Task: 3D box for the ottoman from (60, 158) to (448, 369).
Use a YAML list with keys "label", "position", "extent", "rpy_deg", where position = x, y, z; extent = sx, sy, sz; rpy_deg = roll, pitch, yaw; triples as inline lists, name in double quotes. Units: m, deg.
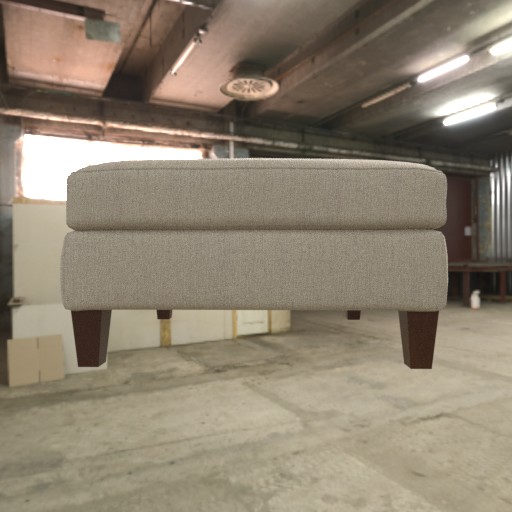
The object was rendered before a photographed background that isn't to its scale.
- label: "ottoman"
  position: [0.000, 0.000, 1.338]
  extent: [0.838, 0.481, 0.838]
  rpy_deg: [0, 0, 1]
